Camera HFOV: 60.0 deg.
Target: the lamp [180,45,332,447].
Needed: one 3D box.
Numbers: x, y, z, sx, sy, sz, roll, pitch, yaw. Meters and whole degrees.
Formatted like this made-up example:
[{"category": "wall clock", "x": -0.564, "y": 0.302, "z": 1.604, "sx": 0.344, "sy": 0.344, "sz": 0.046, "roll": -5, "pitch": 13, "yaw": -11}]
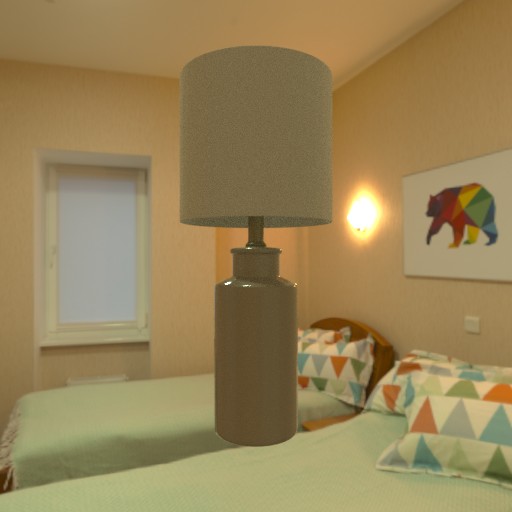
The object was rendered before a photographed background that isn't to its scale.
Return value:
[{"category": "lamp", "x": 0.000, "y": 0.000, "z": 0.624, "sx": 0.212, "sy": 0.493, "sz": 0.212, "roll": 0, "pitch": 0, "yaw": 37}]
